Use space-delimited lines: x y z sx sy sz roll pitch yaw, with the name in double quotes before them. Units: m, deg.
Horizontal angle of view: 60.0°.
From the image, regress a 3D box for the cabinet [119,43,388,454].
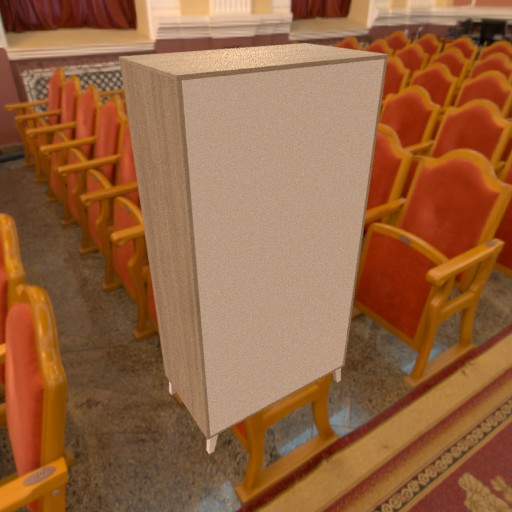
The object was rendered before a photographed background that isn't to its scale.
"cabinet" 0.000 0.000 2.410 1.006 1.999 0.571 -19 36 -28
